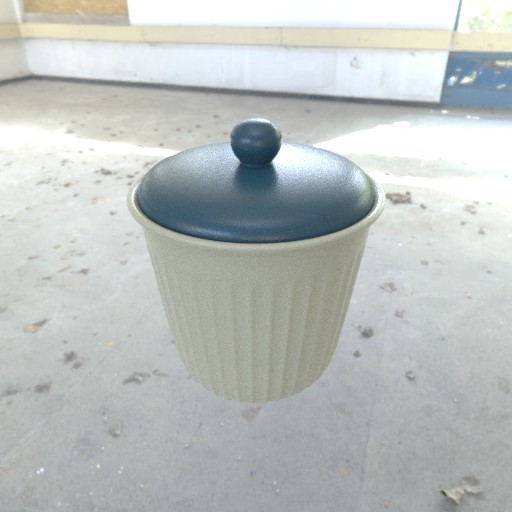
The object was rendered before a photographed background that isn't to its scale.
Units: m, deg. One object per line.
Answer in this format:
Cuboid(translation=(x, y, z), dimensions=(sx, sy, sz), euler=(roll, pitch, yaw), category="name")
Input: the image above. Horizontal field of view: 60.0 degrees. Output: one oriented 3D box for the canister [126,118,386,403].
Cuboid(translation=(0.000, 0.000, 0.348), dimensions=(0.181, 0.211, 0.181), euler=(0, 31, 0), category="canister")
